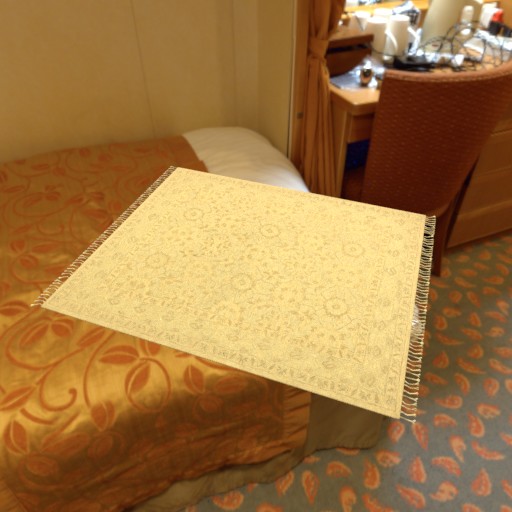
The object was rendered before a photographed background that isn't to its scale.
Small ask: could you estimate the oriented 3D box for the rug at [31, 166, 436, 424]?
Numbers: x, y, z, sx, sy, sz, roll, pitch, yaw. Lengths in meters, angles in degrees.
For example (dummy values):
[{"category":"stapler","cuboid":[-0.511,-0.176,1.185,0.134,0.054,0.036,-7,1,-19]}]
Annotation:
[{"category":"rug","cuboid":[0.000,0.000,4.072,3.043,0.013,2.444,13,43,15]}]
